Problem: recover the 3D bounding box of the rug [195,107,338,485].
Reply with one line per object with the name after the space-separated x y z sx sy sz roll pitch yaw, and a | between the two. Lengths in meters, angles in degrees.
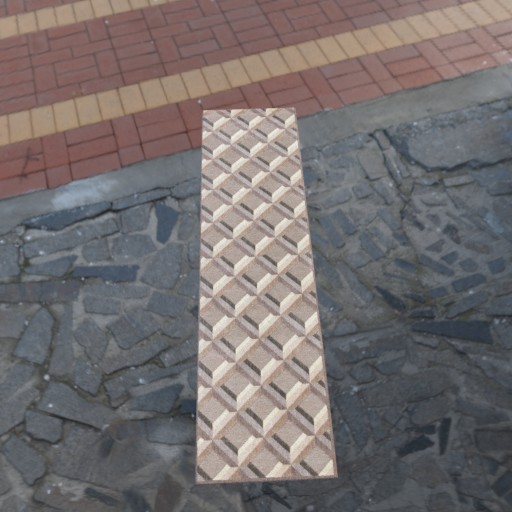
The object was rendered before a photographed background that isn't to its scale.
0.000 0.000 2.679 0.685 0.013 2.437 -2 62 -1 | rug
